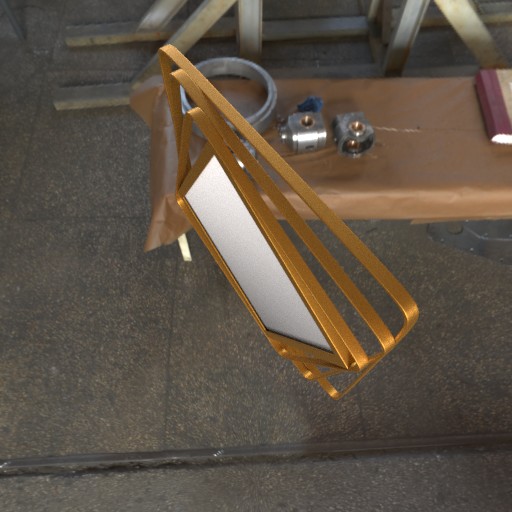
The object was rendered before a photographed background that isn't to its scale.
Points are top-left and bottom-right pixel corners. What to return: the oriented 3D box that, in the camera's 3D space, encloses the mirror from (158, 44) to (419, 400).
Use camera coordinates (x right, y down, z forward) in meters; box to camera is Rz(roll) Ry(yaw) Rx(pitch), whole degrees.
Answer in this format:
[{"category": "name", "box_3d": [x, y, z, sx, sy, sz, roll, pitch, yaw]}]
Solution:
[{"category": "mirror", "box_3d": [0.000, 0.000, 0.683, 0.045, 0.468, 0.470, -33, 68, -16]}]
